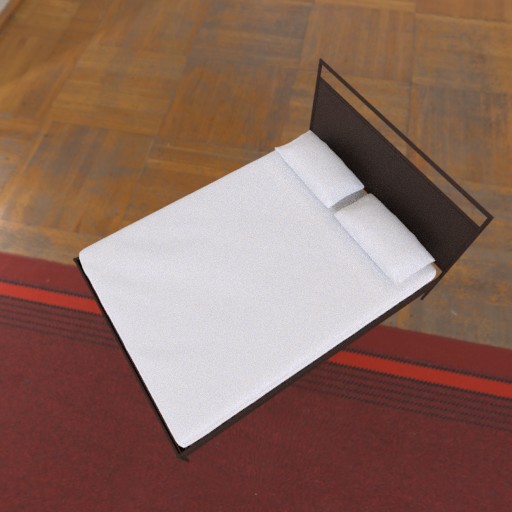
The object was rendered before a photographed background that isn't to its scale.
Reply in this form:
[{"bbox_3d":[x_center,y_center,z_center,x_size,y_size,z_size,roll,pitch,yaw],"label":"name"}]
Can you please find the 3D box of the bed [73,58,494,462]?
[{"bbox_3d":[0.000,0.000,2.993,2.122,1.173,1.572,-30,66,-15],"label":"bed"}]
